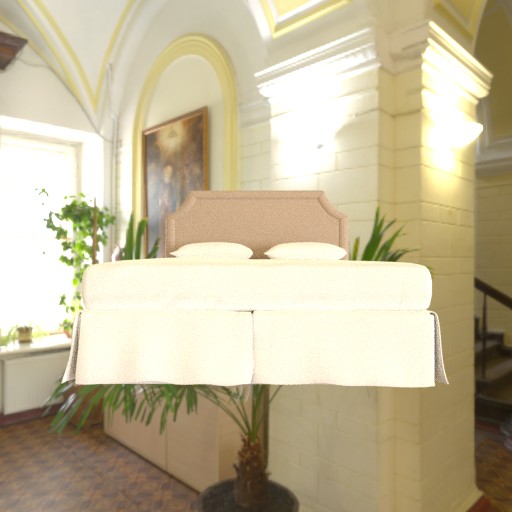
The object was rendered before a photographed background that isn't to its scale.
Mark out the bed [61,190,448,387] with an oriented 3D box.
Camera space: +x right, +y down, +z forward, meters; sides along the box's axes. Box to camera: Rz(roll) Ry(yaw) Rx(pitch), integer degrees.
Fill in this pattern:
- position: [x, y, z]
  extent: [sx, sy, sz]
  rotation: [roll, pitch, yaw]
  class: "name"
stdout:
- position: [0.000, 0.000, 4.018]
  extent: [2.350, 1.590, 2.773]
  rotation: [0, 0, 0]
  class: "bed"
